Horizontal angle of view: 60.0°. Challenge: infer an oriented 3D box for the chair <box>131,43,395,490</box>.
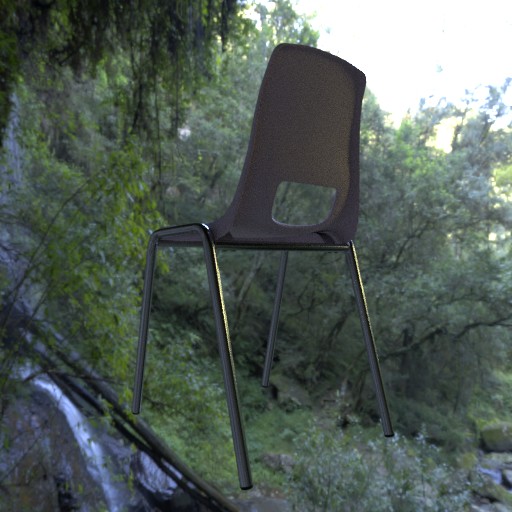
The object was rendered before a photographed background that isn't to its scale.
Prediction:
[{"bbox_3d":[0.000,0.000,0.931,0.381,0.704,0.436,1,-1,-36],"label":"chair"}]
